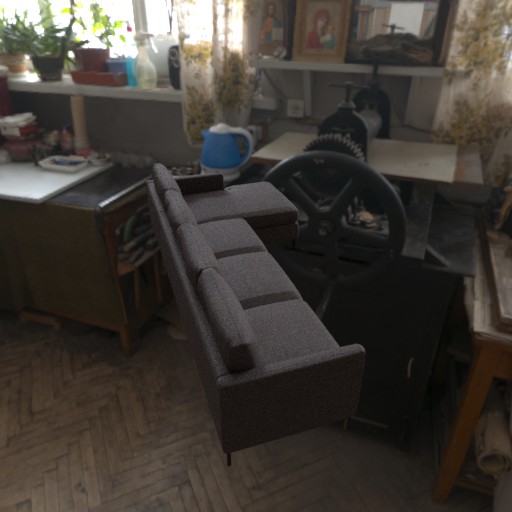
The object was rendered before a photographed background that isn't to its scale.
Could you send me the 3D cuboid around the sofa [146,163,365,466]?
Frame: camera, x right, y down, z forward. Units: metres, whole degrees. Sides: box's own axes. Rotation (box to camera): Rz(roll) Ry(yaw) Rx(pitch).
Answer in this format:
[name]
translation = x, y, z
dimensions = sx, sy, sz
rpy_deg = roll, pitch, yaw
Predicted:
[sofa]
translation = 0.000, 0.000, 3.870
dimensions = 1.483, 0.892, 3.221
rpy_deg = -10, 32, -16
